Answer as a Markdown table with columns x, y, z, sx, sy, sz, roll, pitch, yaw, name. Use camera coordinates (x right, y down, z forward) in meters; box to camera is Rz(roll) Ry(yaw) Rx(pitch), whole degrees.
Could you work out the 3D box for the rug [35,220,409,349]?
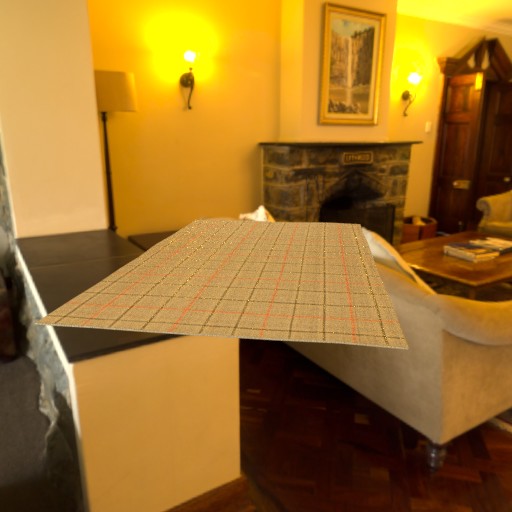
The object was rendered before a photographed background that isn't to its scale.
| x | y | z | sx | sy | sz | roll | pitch | yaw | name |
| --- | --- | --- | --- | --- | --- | --- | --- | --- | --- |
| 0.000 | 0.000 | 2.928 | 1.524 | 0.015 | 2.439 | 2 | 15 | 8 | rug |
